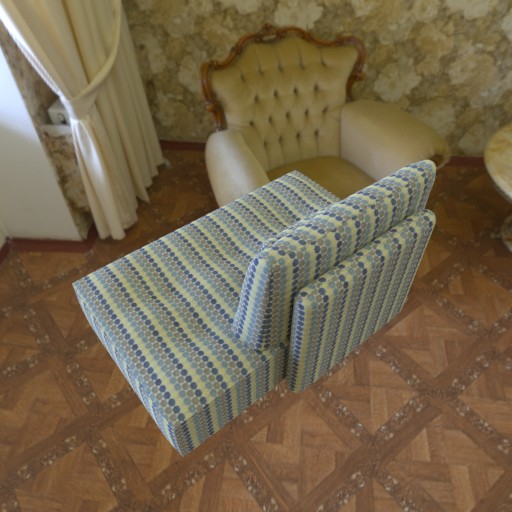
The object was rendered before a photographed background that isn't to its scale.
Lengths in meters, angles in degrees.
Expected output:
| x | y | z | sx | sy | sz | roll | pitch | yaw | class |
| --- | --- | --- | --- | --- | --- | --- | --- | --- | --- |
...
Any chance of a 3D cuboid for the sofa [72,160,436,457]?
| x | y | z | sx | sy | sz | roll | pitch | yaw | class |
| --- | --- | --- | --- | --- | --- | --- | --- | --- | --- |
| 0.000 | 0.000 | 2.034 | 1.450 | 0.820 | 1.000 | -31 | 54 | -26 | sofa |
